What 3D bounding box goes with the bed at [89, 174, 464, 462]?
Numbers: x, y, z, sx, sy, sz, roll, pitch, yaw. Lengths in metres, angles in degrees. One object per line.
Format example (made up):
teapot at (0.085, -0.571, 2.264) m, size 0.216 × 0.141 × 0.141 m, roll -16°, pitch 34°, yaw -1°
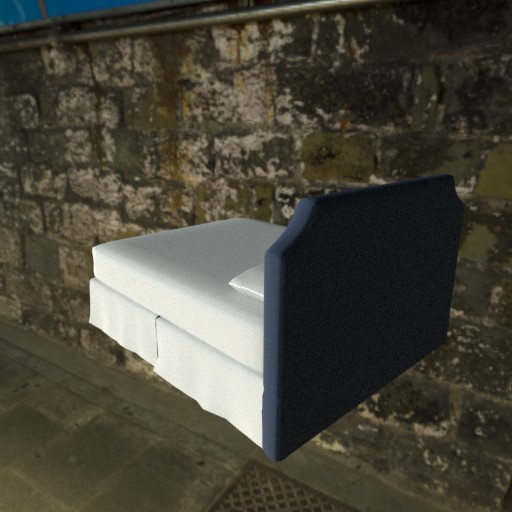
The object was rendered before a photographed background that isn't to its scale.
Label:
bed at (0.000, 0.000, 3.334) m, size 1.831 × 1.297 × 2.260 m, roll -15°, pitch 23°, yaw -41°
